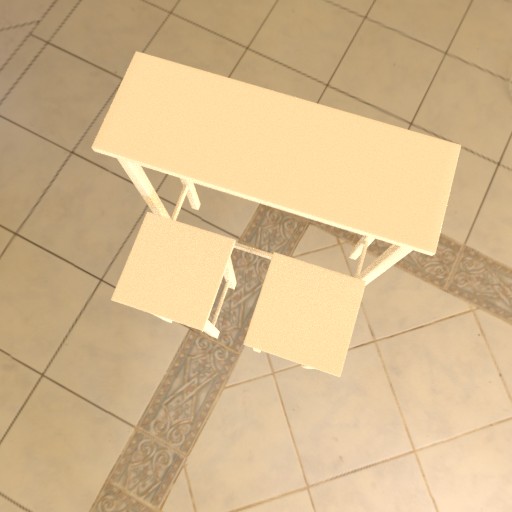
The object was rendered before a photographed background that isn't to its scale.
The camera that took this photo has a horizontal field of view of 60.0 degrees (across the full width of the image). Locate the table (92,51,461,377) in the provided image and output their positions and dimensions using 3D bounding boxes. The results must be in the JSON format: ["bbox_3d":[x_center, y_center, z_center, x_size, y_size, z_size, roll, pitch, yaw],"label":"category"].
[{"bbox_3d":[0.000,0.000,1.632,0.915,1.065,0.650,18,77,4],"label":"table"}]
